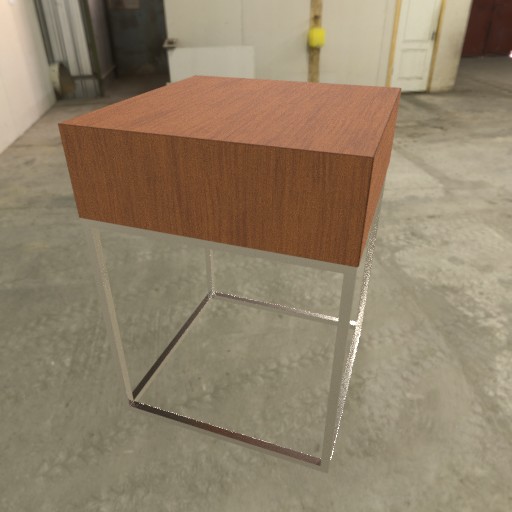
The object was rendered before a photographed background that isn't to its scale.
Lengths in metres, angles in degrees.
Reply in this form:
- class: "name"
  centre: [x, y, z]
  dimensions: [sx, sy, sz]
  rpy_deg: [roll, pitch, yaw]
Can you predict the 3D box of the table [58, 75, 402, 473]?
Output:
- class: "table"
  centre: [0.000, 0.000, 0.809]
  dimensions: [0.398, 0.540, 0.397]
  rpy_deg: [10, 33, 17]
